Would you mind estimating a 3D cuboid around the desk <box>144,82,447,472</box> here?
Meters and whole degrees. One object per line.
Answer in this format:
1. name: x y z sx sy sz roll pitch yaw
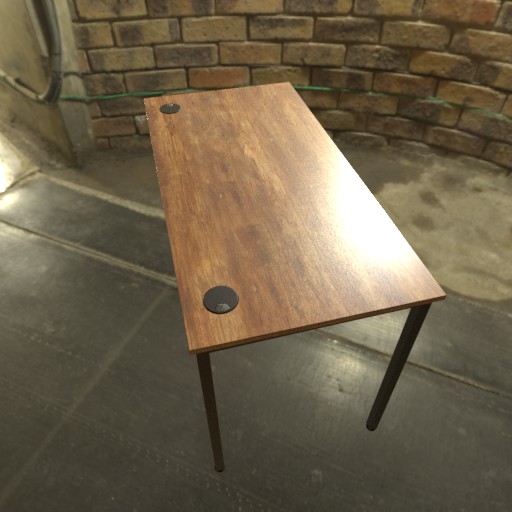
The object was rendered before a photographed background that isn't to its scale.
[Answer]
1. desk: 0.000 0.000 1.646 0.600 0.749 1.200 -10 46 -10
